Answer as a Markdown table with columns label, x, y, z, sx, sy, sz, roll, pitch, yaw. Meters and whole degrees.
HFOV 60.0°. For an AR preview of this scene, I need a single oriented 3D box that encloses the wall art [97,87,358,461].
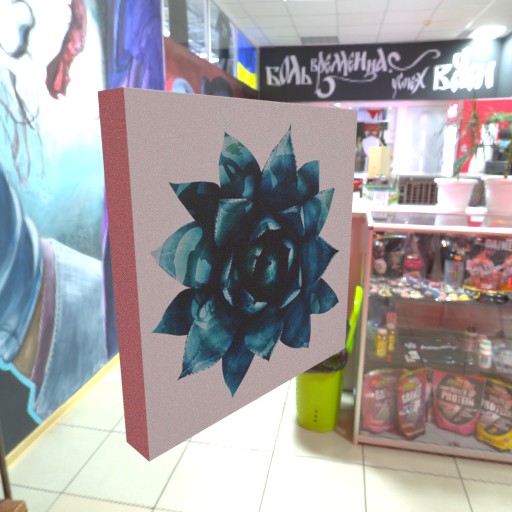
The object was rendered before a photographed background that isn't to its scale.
| label | x | y | z | sx | sy | sz | roll | pitch | yaw |
| --- | --- | --- | --- | --- | --- | --- | --- | --- | --- |
| wall art | 0.000 | 0.000 | 0.464 | 0.038 | 0.305 | 0.305 | 13 | 19 | 42 |
